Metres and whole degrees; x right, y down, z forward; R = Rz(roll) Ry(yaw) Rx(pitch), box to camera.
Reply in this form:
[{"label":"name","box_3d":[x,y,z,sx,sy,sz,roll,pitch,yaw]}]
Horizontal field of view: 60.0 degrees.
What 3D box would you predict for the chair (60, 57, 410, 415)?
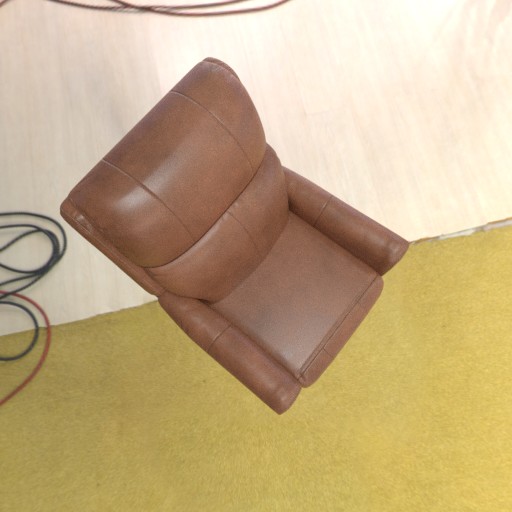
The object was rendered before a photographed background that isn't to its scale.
[{"label":"chair","box_3d":[0.000,0.000,1.792,1.014,1.054,0.838,38,78,10]}]
